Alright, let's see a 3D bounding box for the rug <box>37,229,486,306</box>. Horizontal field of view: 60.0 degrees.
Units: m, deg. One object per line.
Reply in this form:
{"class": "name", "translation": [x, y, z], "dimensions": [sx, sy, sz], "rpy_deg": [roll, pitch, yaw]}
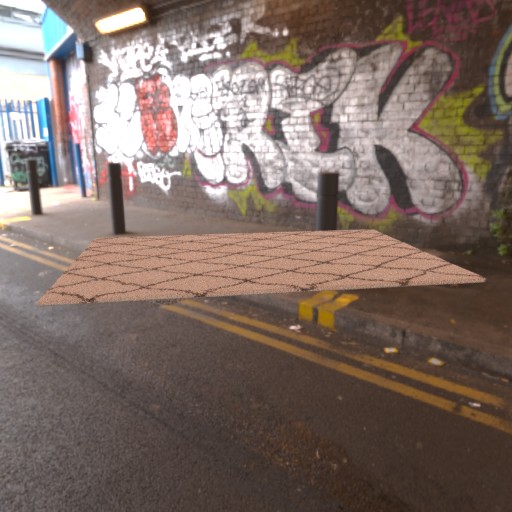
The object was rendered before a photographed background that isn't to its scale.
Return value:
{"class": "rug", "translation": [0.000, 0.000, 3.497], "dimensions": [2.743, 0.030, 1.778], "rpy_deg": [-2, 14, -9]}
